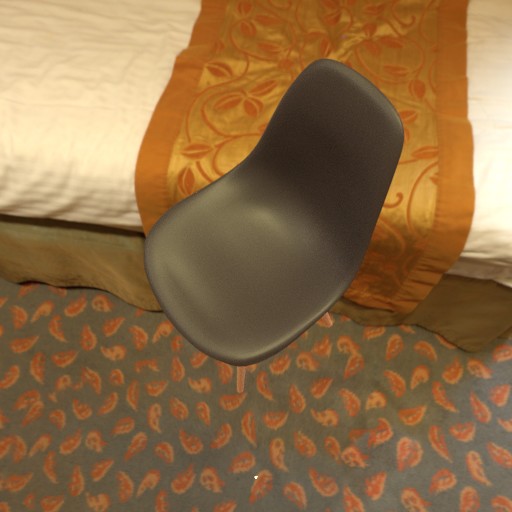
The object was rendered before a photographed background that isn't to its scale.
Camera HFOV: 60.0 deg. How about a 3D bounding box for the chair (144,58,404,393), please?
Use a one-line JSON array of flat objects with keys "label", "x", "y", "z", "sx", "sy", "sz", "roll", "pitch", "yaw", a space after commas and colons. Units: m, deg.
[{"label": "chair", "x": 0.000, "y": 0.000, "z": 1.125, "sx": 0.533, "sy": 0.825, "sz": 0.470, "roll": -34, "pitch": 68, "yaw": -15}]
